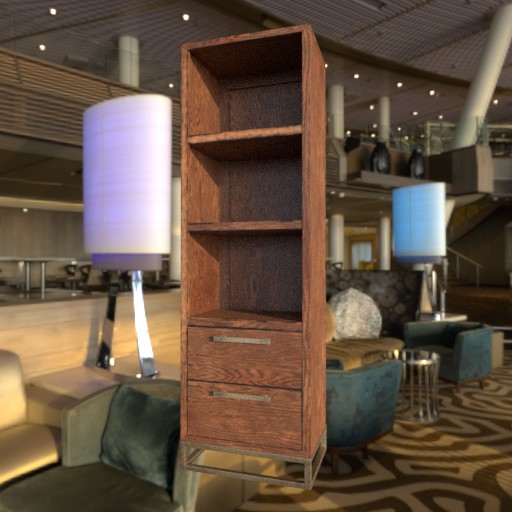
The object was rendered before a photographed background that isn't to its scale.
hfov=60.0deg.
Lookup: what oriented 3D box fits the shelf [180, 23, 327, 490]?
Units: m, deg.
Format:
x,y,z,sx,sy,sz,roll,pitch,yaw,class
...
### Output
x,y,z,sx,sy,sz,roll,pitch,yaw,class
0.000,0.000,1.892,0.539,1.732,0.395,0,-1,18,shelf
